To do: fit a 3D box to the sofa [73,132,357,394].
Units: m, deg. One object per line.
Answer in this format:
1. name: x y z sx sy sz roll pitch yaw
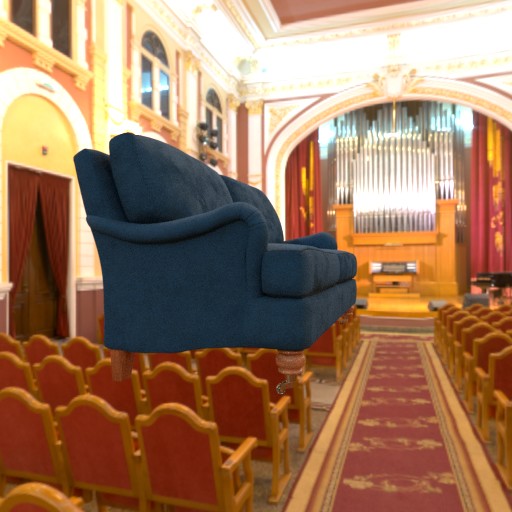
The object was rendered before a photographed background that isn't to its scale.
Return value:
1. sofa: 0.000 0.000 2.789 1.084 1.101 2.141 0 -1 18
